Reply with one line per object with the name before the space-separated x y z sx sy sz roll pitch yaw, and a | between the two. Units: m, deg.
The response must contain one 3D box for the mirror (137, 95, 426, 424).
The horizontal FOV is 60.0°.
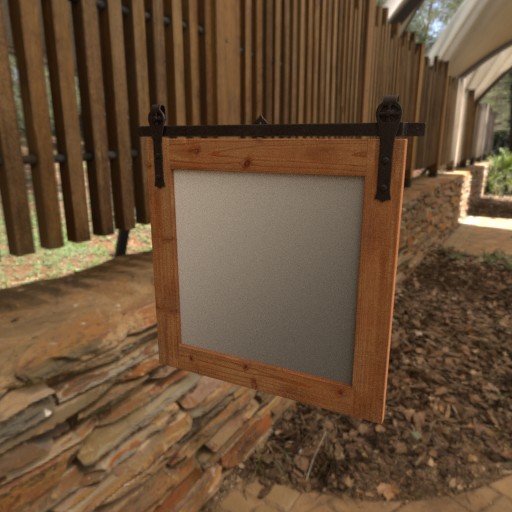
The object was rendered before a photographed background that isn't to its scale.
mirror | 0.000 0.000 1.207 0.805 0.800 0.054 7 17 26
